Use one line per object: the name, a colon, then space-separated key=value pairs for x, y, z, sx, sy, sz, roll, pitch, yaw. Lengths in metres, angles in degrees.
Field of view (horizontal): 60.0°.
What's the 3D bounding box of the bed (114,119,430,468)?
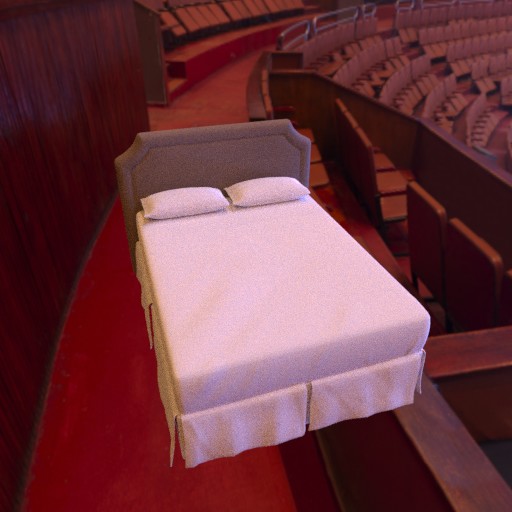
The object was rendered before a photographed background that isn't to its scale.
bed: x=0.000 y=0.000 z=3.149 sx=1.693 sy=1.290 sz=2.116 roll=-10 pitch=34 yaw=-15
